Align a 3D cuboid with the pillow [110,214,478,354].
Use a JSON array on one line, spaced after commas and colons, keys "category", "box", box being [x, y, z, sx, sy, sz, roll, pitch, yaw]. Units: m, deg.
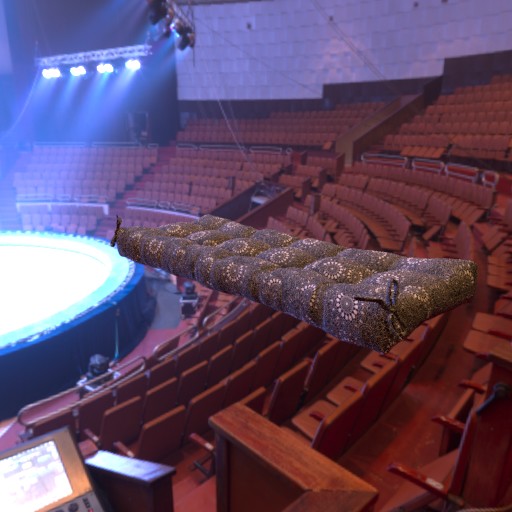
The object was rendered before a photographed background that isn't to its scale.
[{"category": "pillow", "box": [0.000, 0.000, 1.363, 0.511, 0.174, 1.194, -13, 19, -42]}]
